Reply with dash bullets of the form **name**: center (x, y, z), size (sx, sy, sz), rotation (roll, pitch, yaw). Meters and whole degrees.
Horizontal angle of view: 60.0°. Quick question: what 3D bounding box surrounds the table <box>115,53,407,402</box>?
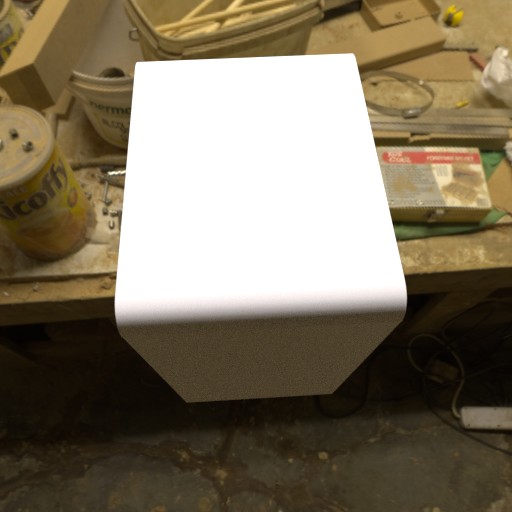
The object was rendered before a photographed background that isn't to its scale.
- **table**: center (0.000, 0.000, 0.867), size (0.350, 0.590, 0.450), rotation (-3, 64, -1)
